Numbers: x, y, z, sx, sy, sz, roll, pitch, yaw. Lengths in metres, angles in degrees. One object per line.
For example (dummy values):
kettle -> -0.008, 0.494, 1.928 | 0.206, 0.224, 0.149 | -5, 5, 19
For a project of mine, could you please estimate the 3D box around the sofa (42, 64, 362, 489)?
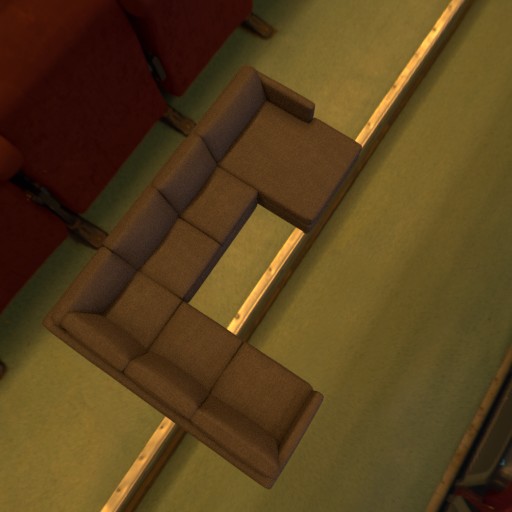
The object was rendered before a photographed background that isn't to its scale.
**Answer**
sofa -> 0.000, 0.000, 4.558 | 2.594, 0.961, 3.460 | 32, 77, 8
